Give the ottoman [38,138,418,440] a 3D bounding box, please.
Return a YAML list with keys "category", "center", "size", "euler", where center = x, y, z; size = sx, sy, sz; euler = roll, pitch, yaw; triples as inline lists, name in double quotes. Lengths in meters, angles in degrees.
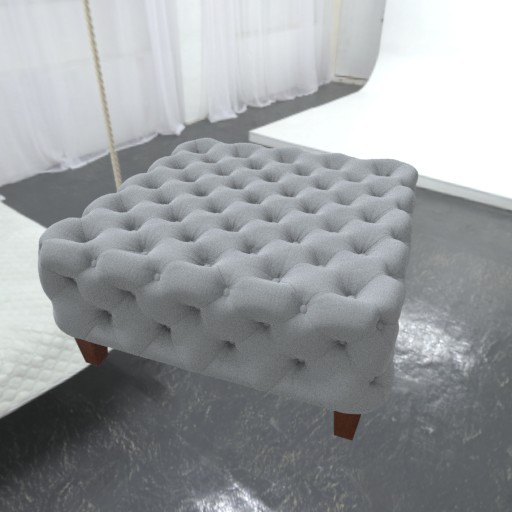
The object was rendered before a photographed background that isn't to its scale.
- category: "ottoman"
  center: [0.000, 0.000, 1.164]
  size: [0.758, 0.365, 0.764]
  euler: [11, 34, 16]
